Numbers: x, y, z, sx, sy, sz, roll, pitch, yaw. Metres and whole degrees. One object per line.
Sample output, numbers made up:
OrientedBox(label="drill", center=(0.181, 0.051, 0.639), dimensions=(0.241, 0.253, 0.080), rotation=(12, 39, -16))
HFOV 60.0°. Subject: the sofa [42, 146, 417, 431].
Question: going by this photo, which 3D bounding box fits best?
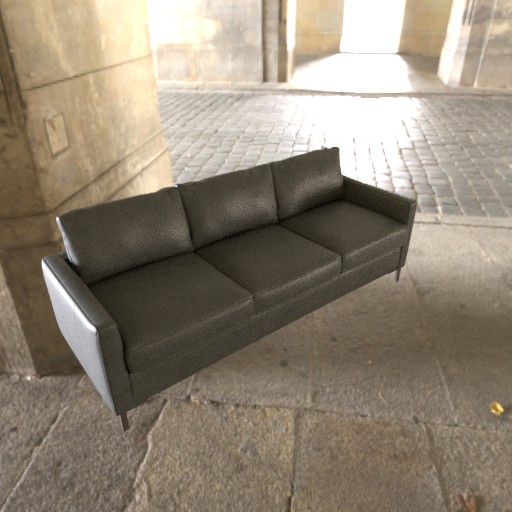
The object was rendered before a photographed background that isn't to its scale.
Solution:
OrientedBox(label="sofa", center=(0.000, 0.000, 2.452), dimensions=(2.029, 0.805, 0.748), rotation=(-21, 36, -33))
